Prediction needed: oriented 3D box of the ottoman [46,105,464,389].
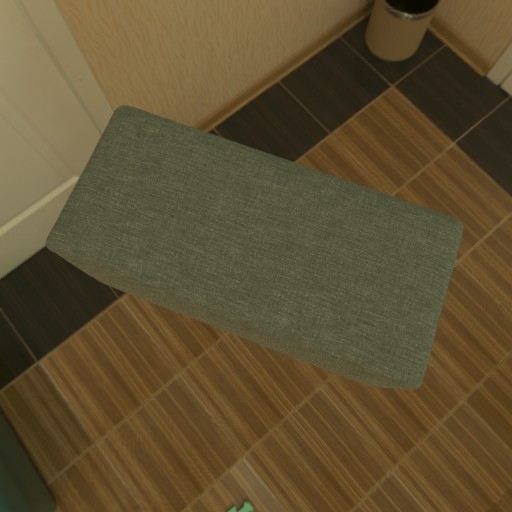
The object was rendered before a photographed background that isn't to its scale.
[{"bbox_3d":[0.000,0.000,1.188,0.902,0.432,0.419,20,76,5],"label":"ottoman"}]
